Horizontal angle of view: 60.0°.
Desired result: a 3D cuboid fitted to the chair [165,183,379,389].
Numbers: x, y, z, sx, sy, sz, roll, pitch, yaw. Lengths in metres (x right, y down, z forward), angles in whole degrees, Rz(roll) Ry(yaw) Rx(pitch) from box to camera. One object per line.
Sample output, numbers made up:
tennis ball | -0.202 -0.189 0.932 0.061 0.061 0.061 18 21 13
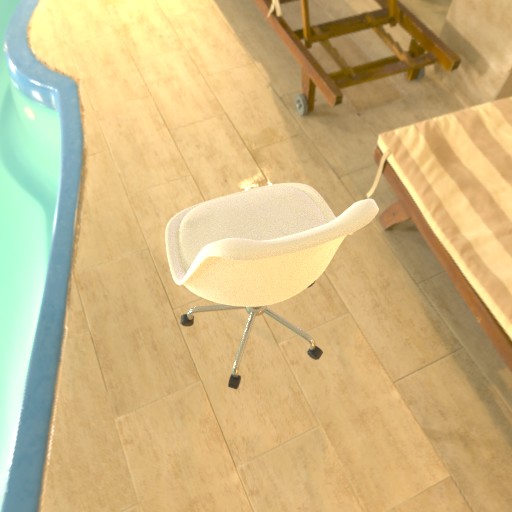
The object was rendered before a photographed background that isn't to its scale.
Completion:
chair | 0.000 0.000 1.287 0.550 0.930 0.550 -16 60 -10
